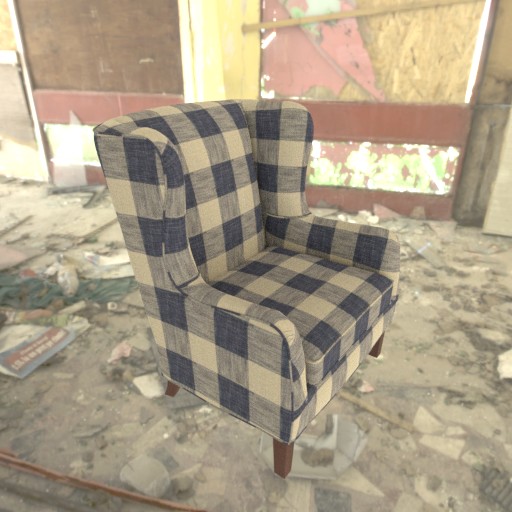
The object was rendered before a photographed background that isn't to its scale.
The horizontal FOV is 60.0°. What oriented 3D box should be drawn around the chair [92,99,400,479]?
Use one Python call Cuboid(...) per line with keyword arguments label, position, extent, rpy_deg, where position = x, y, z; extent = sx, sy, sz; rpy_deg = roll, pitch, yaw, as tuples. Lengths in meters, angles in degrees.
Cuboid(label="chair", position=(0.000, 0.000, 1.676), extent=(0.889, 1.041, 0.830), rpy_deg=(18, 31, 32))
